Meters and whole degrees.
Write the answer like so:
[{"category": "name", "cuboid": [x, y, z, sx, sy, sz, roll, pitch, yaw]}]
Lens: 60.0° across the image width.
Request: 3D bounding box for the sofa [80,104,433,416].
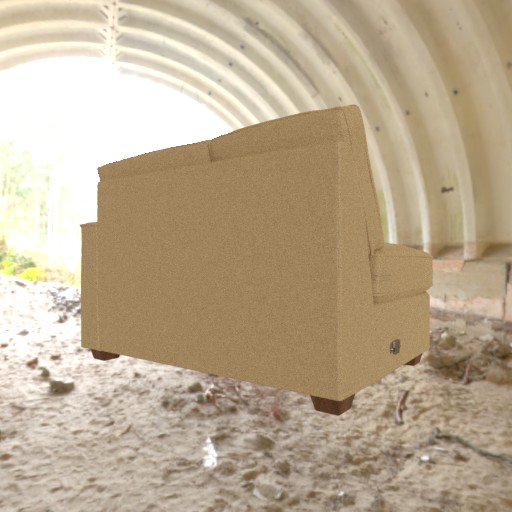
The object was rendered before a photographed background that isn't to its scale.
[{"category": "sofa", "cuboid": [0.000, 0.000, 2.087, 1.388, 0.989, 0.991, 0, 0, 37]}]
